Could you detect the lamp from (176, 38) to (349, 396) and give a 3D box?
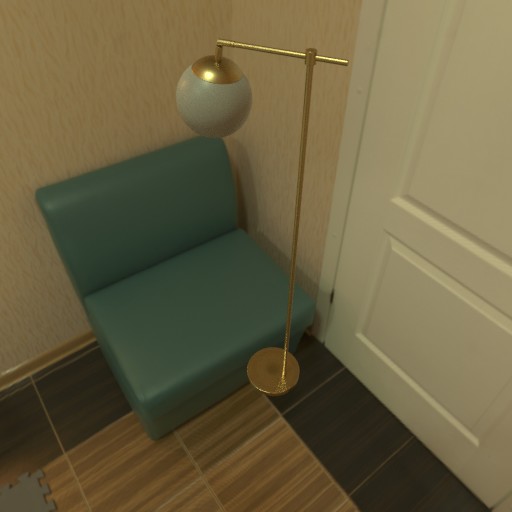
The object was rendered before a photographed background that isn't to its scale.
[{"bbox_3d":[0.000,0.000,1.633,0.476,1.505,0.249,17,47,17],"label":"lamp"}]
